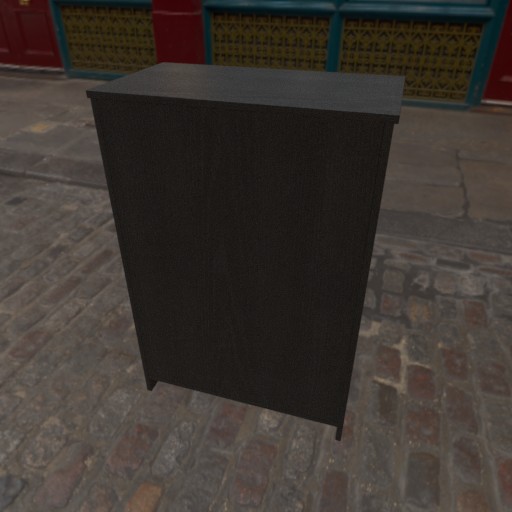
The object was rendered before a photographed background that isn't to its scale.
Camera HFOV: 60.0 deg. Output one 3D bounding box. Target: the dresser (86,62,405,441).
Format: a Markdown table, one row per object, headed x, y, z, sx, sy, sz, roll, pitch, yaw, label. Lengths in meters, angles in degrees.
| x | y | z | sx | sy | sz | roll | pitch | yaw | label |
| --- | --- | --- | --- | --- | --- | --- | --- | --- | --- |
| 0.000 | 0.000 | 1.369 | 0.700 | 1.020 | 0.398 | 10 | 34 | 14 | dresser |
